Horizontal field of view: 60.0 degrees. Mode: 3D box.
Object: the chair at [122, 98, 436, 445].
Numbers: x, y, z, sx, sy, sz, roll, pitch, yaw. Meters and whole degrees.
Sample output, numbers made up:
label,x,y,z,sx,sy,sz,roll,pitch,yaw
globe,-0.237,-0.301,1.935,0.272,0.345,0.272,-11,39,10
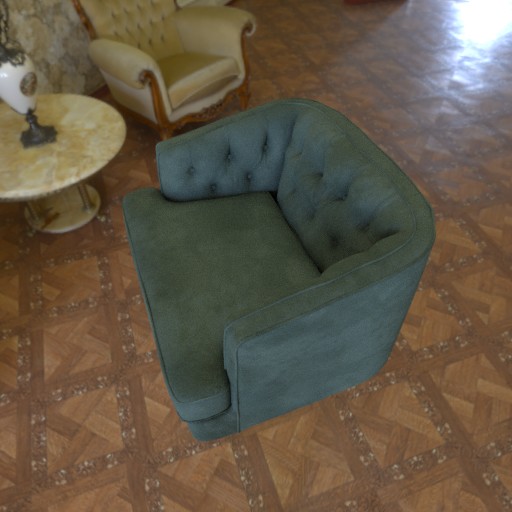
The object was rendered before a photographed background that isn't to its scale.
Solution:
label,x,y,z,sx,sy,sz,roll,pitch,yaw
chair,0.000,0.000,1.796,0.941,0.852,1.104,-15,48,-14
